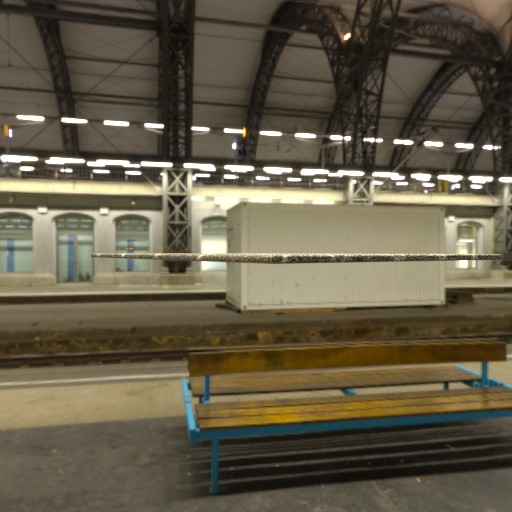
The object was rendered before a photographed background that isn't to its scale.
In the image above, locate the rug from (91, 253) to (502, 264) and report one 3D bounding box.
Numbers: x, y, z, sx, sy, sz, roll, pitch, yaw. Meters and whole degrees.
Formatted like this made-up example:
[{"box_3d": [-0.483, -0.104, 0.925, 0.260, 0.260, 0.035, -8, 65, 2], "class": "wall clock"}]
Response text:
[{"box_3d": [0.000, 0.000, 2.935, 1.524, 0.030, 2.438, 0, 1, -34], "class": "rug"}]
